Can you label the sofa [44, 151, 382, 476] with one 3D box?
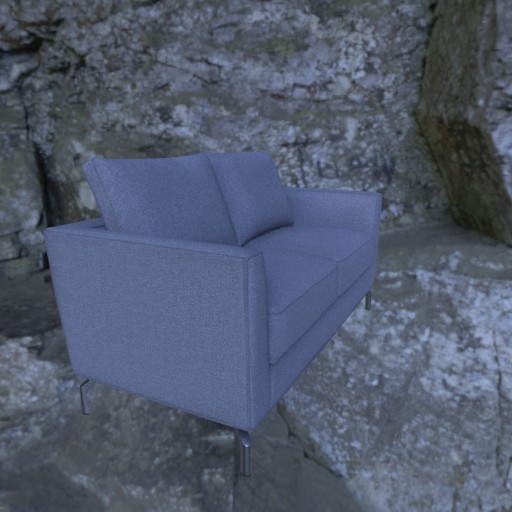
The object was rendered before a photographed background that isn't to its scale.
[{"bbox_3d":[0.000,0.000,2.037,0.803,0.924,1.594,7,16,26],"label":"sofa"}]
